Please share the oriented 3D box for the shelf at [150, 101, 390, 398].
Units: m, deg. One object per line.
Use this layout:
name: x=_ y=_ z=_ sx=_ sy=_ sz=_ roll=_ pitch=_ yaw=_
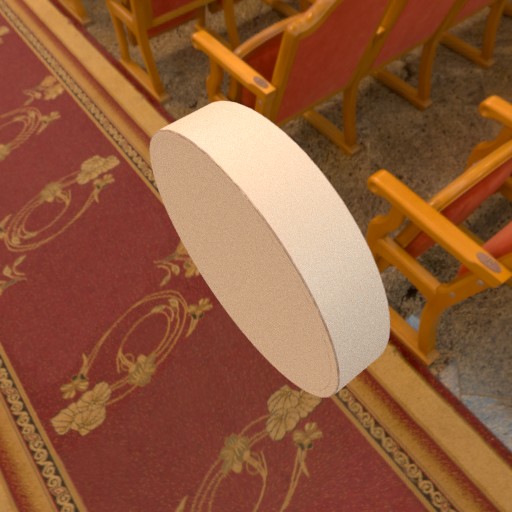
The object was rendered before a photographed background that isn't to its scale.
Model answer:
shelf: x=0.000 y=0.000 z=1.212 sx=0.158 sy=0.807 sz=0.806 roll=-34 pitch=65 yaw=-18
